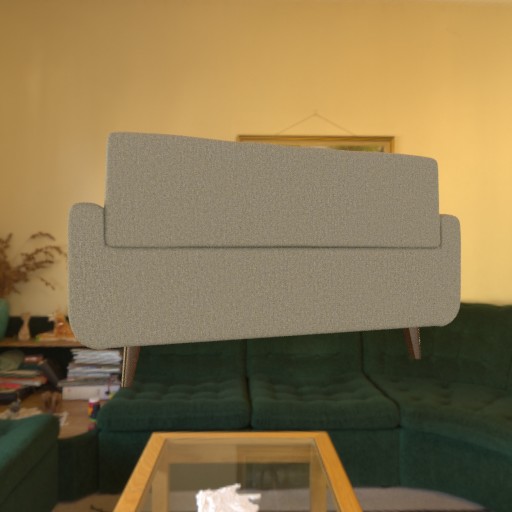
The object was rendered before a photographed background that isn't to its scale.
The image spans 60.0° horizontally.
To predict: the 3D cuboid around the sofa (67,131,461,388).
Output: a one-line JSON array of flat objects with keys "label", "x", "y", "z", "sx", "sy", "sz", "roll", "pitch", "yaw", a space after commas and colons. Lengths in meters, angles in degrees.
[{"label": "sofa", "x": 0.000, "y": 0.000, "z": 2.183, "sx": 1.651, "sy": 0.925, "sz": 0.952, "roll": 0, "pitch": 1, "yaw": -19}]
